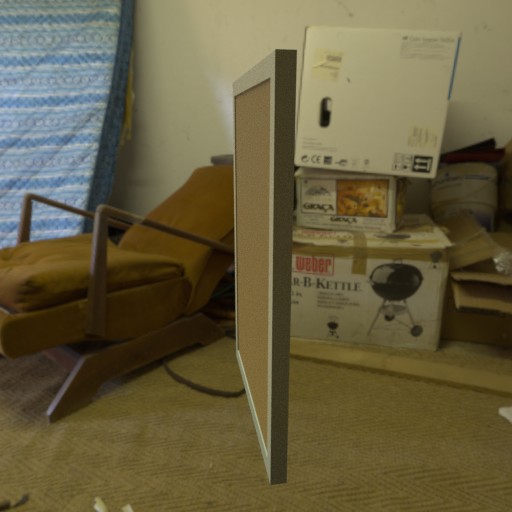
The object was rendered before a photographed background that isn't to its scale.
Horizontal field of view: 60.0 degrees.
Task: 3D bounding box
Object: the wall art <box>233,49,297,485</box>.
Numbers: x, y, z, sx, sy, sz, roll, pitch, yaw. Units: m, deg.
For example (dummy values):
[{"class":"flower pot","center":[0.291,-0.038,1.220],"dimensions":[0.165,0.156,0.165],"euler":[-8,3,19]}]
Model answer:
[{"class":"wall art","center":[0.000,0.000,1.178],"dimensions":[0.039,0.915,0.612],"euler":[-3,16,-9]}]
